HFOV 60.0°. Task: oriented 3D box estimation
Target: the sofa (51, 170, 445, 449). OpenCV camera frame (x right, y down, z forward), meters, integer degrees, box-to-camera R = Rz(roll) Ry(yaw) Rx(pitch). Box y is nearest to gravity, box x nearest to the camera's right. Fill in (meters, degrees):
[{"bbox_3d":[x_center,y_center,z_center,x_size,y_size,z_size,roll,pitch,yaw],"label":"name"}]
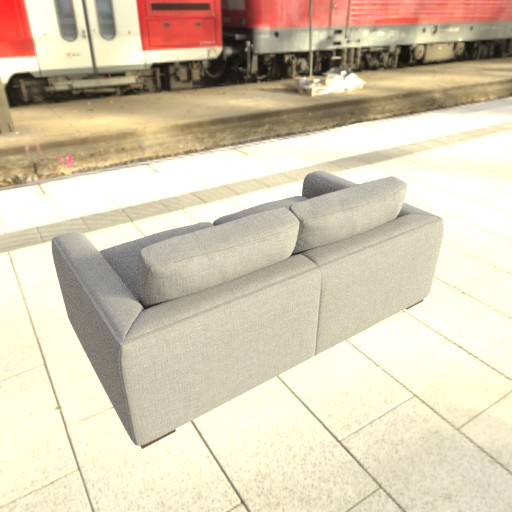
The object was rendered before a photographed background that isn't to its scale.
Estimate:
[{"bbox_3d":[0.000,0.000,2.463,1.920,0.800,1.069,-19,35,-30],"label":"sofa"}]
